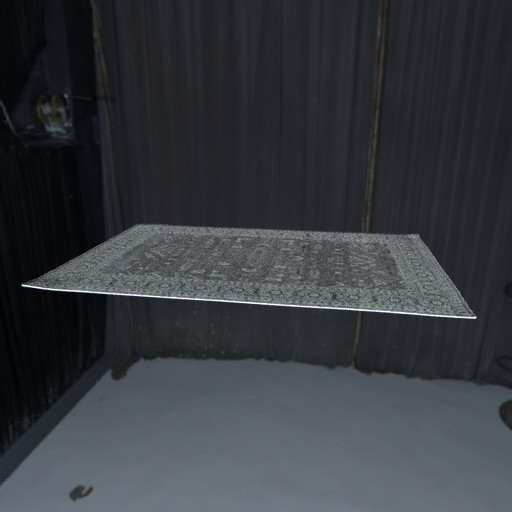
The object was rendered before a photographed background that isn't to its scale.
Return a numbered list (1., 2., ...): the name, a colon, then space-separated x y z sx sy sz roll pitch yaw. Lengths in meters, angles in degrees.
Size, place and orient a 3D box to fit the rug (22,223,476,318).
1. rug: 0.000 0.000 2.309 1.828 0.019 1.209 3 17 9
